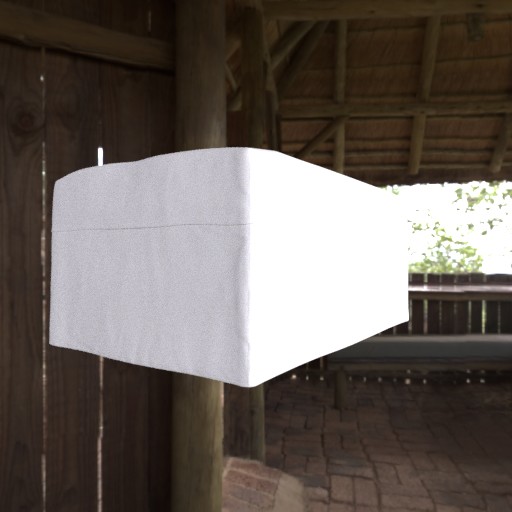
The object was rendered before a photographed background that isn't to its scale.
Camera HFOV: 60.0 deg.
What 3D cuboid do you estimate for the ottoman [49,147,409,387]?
[{"bbox_3d":[0.000,0.000,1.191,0.590,0.444,0.872,0,0,35],"label":"ottoman"}]
